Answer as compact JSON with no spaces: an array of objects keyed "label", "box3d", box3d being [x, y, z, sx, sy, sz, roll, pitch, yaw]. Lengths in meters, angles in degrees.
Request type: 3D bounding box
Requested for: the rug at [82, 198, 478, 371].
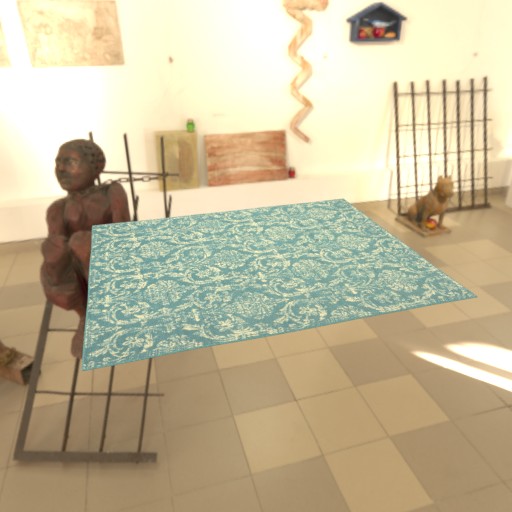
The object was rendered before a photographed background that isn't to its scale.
[{"label":"rug","box3d":[0.000,0.000,4.151,2.980,0.012,2.363,-8,28,-15]}]
